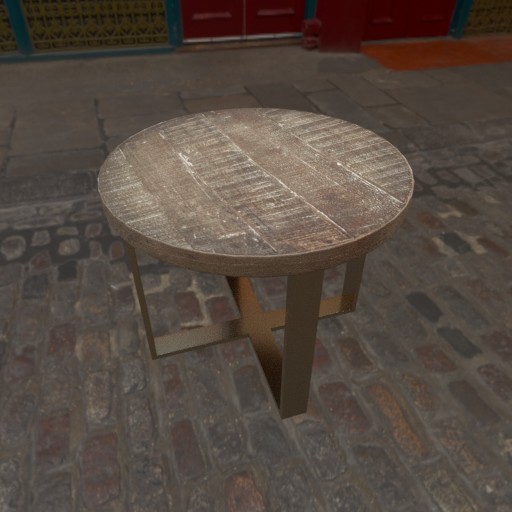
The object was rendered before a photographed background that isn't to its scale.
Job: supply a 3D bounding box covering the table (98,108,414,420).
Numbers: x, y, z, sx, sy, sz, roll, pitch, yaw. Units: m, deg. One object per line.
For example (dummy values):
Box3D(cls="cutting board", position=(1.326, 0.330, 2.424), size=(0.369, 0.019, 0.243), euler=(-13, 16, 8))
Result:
Box3D(cls="table", position=(0.000, 0.000, 0.945), size=(0.557, 0.437, 0.557), euler=(0, 38, 0))
